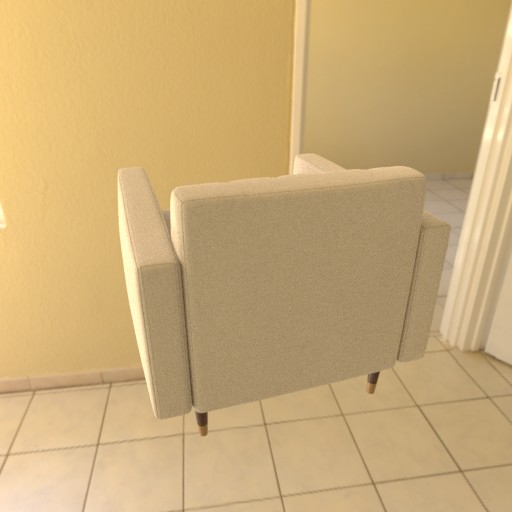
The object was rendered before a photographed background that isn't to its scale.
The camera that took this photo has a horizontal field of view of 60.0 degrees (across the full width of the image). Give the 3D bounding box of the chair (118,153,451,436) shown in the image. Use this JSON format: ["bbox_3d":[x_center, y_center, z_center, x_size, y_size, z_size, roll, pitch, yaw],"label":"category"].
[{"bbox_3d":[0.000,0.000,1.666,0.953,0.819,0.998,-8,27,-16],"label":"chair"}]
